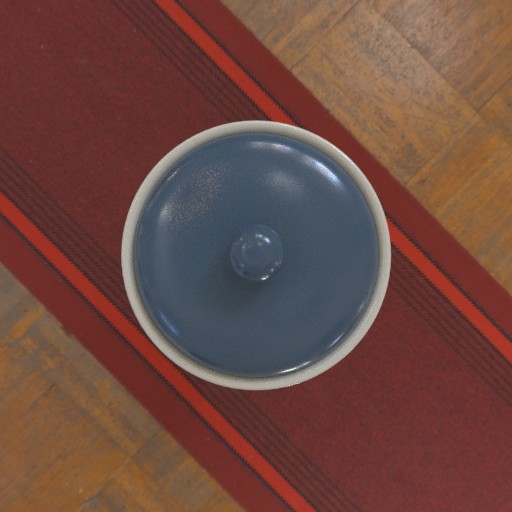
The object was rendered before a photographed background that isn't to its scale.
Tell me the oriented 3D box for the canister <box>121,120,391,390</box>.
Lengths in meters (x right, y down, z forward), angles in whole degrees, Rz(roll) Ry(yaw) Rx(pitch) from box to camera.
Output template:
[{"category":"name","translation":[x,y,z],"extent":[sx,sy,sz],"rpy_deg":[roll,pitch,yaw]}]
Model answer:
[{"category":"canister","translation":[0.000,0.000,0.357],"extent":[0.182,0.208,0.182],"rpy_deg":[0,89,0]}]
